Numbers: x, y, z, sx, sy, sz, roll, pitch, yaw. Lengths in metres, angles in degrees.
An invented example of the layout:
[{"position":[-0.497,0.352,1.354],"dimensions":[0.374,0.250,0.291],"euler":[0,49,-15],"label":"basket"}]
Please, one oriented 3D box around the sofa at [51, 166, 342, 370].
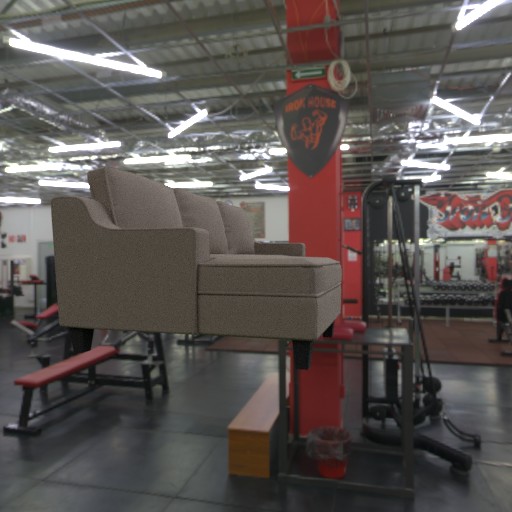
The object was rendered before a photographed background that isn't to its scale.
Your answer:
[{"position":[0.000,0.000,3.152],"dimensions":[1.294,0.928,2.561],"euler":[0,0,17],"label":"sofa"}]
